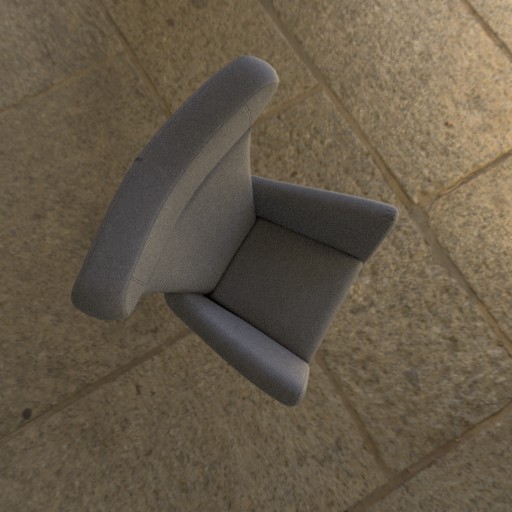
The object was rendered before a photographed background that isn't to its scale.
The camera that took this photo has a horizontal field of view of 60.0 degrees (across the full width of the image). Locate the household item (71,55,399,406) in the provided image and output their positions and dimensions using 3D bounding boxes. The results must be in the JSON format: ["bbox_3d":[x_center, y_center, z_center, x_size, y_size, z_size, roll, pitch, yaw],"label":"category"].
[{"bbox_3d":[0.000,0.000,1.788,0.900,1.050,0.980,29,79,7],"label":"household item"}]
